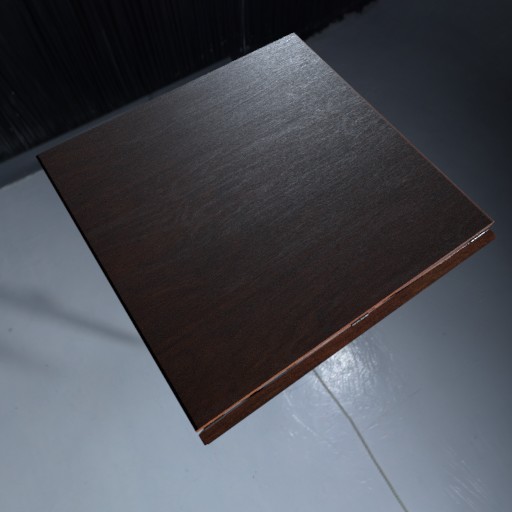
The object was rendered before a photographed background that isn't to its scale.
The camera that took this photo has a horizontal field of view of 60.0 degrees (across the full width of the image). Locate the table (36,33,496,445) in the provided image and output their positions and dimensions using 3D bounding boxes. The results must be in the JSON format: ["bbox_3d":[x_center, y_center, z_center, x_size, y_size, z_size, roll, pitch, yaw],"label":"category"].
[{"bbox_3d":[0.000,0.000,1.416,0.812,0.763,0.843,-32,68,-14],"label":"table"}]
